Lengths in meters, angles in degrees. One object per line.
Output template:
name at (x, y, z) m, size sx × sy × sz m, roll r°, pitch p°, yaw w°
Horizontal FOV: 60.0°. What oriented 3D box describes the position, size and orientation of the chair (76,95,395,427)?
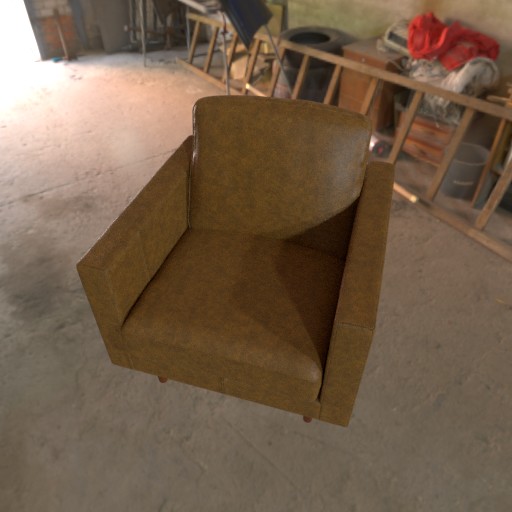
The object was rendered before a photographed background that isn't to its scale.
chair at (0.000, 0.000, 1.663) m, size 0.890 × 0.956 × 0.909 m, roll 11°, pitch 43°, yaw 12°
